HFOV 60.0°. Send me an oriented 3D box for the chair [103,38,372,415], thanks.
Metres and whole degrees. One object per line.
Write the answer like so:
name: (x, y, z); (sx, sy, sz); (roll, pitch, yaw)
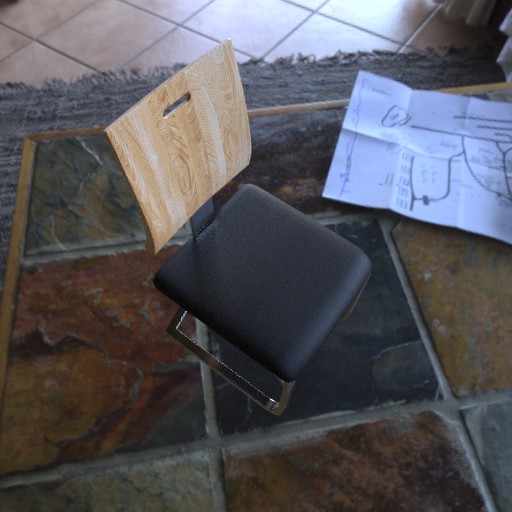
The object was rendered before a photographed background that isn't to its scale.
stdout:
chair: (0.000, 0.000, 1.231); (0.560, 0.936, 0.462); (32, 63, 19)
